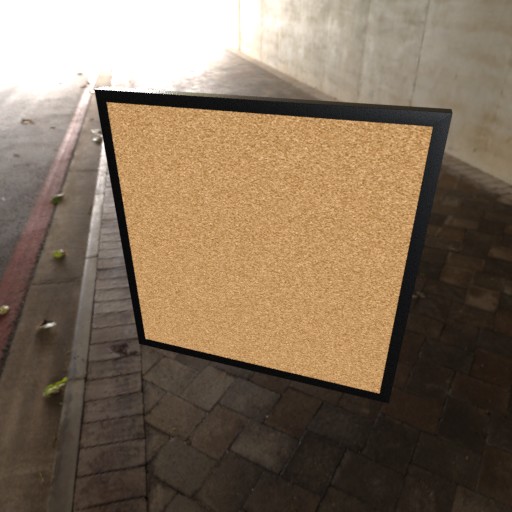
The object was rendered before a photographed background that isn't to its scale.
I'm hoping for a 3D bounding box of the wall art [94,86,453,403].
[{"bbox_3d":[0.000,0.000,1.105,0.756,0.755,0.036,9,32,16],"label":"wall art"}]
